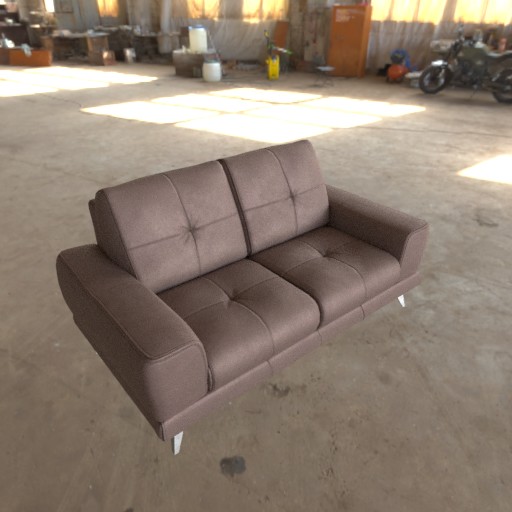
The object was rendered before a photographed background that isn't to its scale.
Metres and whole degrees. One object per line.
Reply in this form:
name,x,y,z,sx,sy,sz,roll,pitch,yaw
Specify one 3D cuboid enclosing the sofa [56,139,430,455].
sofa,0.000,0.000,2.375,1.806,0.907,1.018,-22,37,-33
